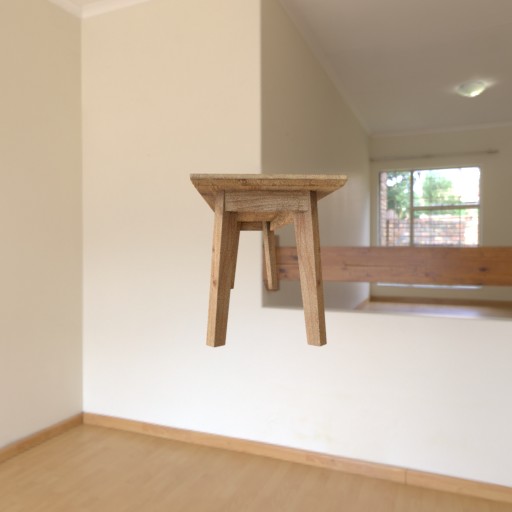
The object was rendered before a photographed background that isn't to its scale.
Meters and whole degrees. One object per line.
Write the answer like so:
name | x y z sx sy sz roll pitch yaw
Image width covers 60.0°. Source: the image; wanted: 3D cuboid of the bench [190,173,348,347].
bench | 0.000 0.000 1.907 0.378 0.431 1.698 0 1 -2
